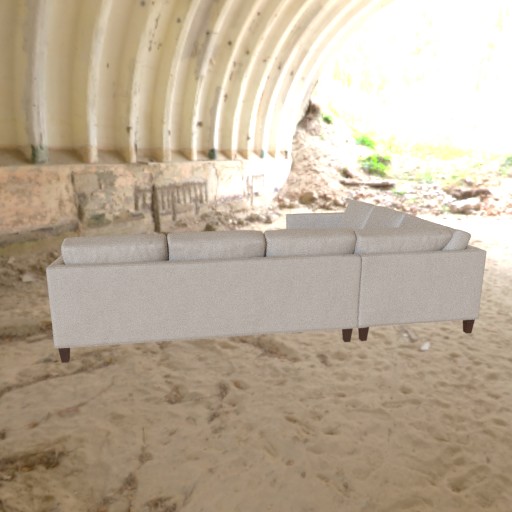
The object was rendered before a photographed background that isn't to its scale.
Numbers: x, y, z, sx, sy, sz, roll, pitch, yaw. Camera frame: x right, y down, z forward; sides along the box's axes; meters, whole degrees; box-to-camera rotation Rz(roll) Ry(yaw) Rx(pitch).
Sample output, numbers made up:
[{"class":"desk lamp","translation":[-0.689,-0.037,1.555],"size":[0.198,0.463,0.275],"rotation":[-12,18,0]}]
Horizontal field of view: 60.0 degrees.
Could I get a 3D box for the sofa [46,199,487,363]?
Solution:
[{"class":"sofa","translation":[0.000,0.000,4.320],"size":[3.182,0.863,2.432],"rotation":[-2,13,-9]}]
